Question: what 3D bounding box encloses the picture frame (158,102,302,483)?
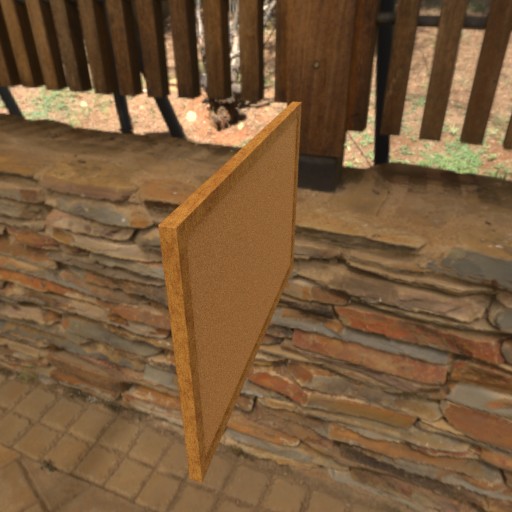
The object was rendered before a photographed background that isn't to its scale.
[{"bbox_3d":[0.000,0.000,1.191,0.029,0.621,0.922,9,32,14],"label":"picture frame"}]
